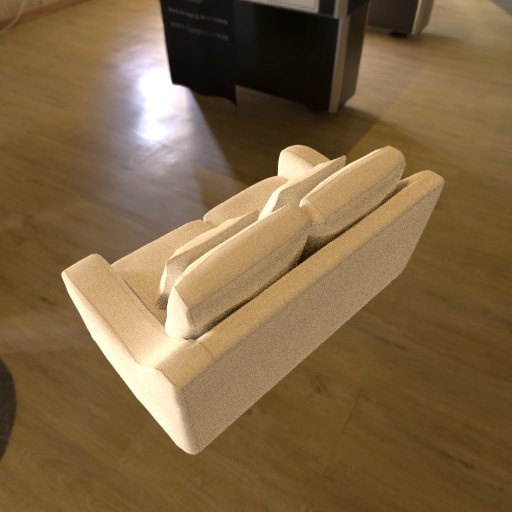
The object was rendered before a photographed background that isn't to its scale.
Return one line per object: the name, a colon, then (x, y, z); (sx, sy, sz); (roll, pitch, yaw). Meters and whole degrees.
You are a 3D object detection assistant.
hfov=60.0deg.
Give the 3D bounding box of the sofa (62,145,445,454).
sofa: (0.000, 0.000, 2.361); (1.744, 1.047, 1.040); (-34, 55, -28)
